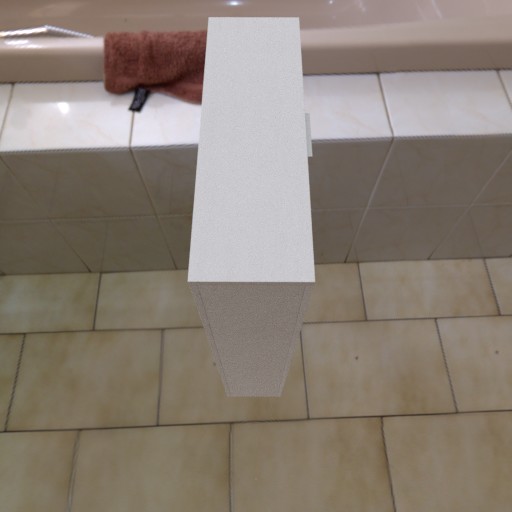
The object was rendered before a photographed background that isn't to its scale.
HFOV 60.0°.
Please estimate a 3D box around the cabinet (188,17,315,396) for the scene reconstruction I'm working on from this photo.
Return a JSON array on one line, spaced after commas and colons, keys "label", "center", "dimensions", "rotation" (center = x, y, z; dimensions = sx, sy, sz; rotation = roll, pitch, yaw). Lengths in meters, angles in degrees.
[{"label": "cabinet", "center": [0.000, 0.000, 1.559], "dimensions": [0.250, 1.280, 0.750], "rotation": [0, 63, 0]}]
